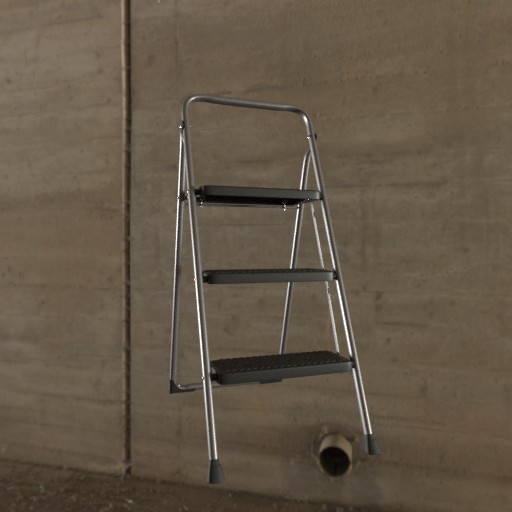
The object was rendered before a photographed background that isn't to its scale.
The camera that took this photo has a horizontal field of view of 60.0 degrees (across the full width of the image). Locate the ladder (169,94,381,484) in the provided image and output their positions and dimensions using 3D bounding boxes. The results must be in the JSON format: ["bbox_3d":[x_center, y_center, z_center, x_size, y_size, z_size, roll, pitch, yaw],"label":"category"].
[{"bbox_3d":[0.000,0.000,1.284,0.430,0.945,0.629,0,1,-19],"label":"ladder"}]
